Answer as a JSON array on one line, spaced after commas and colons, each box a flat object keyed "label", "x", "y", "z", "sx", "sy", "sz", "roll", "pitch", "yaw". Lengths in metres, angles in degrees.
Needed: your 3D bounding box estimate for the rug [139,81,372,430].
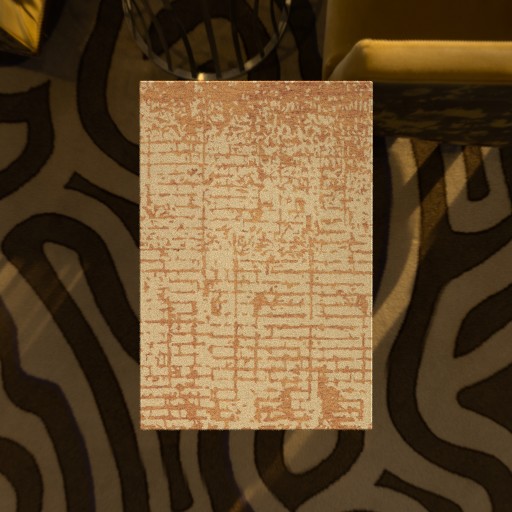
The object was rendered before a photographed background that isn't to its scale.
[{"label": "rug", "x": 0.000, "y": 0.000, "z": 2.326, "sx": 1.219, "sy": 0.011, "sz": 1.829, "roll": 0, "pitch": 90, "yaw": 0}]
